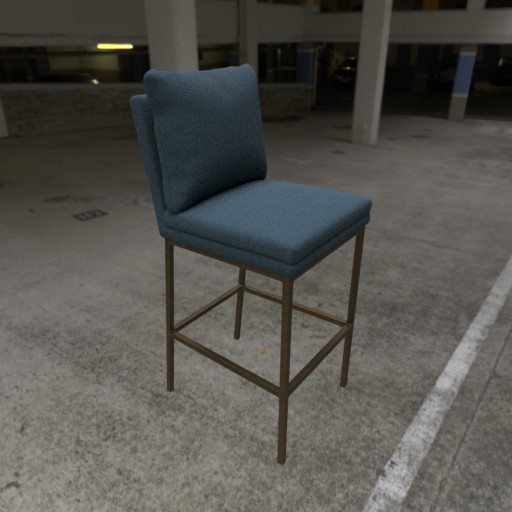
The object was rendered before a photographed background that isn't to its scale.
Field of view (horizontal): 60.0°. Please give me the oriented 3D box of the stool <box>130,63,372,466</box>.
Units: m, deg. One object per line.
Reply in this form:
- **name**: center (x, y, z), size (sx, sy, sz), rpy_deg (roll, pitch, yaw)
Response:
- **stool**: center (0.000, 0.000, 1.437), size (0.568, 1.124, 0.463), rpy_deg (18, 32, 32)
